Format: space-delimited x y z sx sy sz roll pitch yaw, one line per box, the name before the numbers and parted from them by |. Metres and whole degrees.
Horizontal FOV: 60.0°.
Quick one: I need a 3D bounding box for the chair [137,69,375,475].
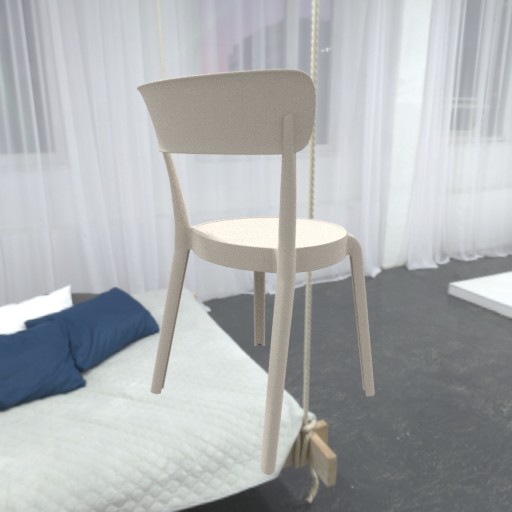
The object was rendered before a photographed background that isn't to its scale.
chair | 0.000 0.000 1.104 0.506 0.790 0.491 14 20 43
